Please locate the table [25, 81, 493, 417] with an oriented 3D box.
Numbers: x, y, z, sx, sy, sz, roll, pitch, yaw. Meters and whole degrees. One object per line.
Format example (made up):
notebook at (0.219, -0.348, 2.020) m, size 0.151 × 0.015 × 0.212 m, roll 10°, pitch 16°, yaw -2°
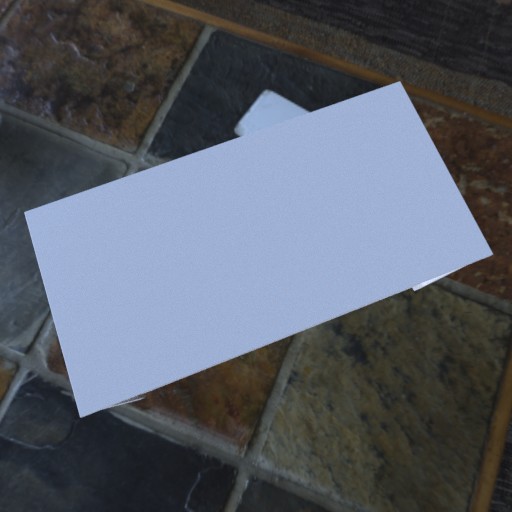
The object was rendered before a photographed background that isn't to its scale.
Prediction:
table at (0.000, 0.000, 1.264) m, size 1.000 × 0.441 × 0.500 m, roll -21°, pitch 77°, yaw -5°
